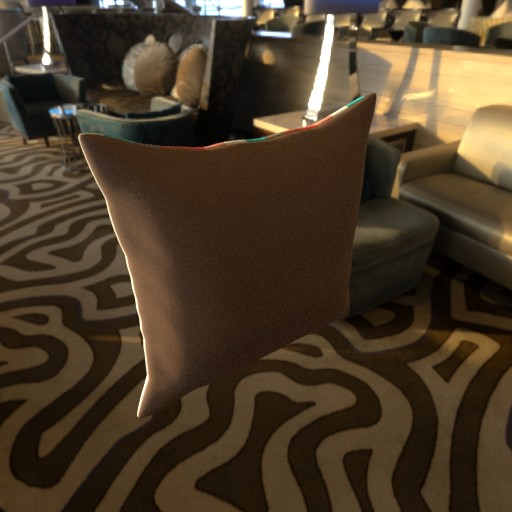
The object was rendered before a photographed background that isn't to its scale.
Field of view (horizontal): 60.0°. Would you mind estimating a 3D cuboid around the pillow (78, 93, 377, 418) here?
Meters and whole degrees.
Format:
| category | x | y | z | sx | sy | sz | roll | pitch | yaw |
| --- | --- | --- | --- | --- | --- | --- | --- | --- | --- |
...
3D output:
| category | x | y | z | sx | sy | sz | roll | pitch | yaw |
| --- | --- | --- | --- | --- | --- | --- | --- | --- | --- |
| pillow | 0.000 | 0.000 | 0.690 | 0.453 | 0.443 | 0.168 | -19 | 35 | -29 |
